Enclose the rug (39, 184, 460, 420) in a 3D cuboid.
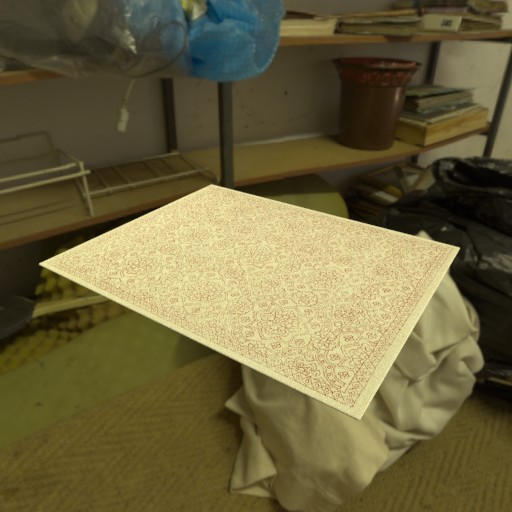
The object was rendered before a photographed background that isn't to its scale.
[{"bbox_3d":[0.000,0.000,4.096,3.050,0.015,2.441,18,34,29],"label":"rug"}]
